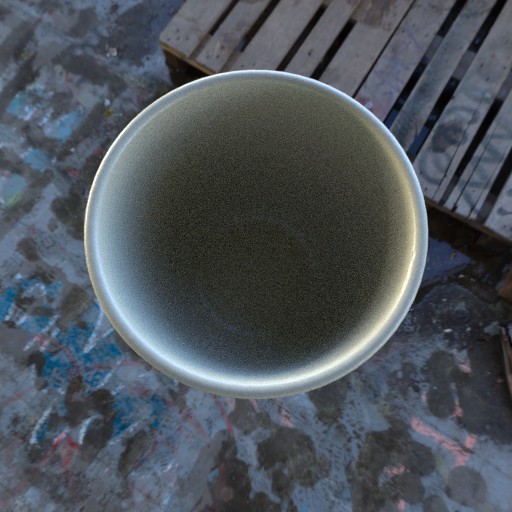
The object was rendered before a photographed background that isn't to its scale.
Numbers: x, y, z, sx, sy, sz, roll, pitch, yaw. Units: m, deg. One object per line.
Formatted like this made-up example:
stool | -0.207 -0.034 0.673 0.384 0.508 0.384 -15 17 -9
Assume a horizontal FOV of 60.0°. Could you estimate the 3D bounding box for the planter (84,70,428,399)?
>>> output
planter | 0.000 0.000 0.356 0.206 0.190 0.206 0 76 0
